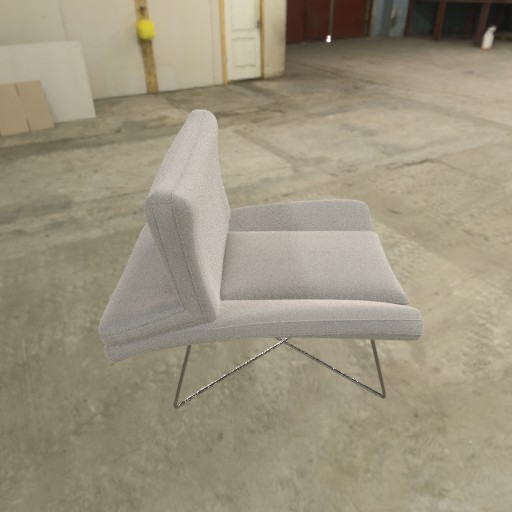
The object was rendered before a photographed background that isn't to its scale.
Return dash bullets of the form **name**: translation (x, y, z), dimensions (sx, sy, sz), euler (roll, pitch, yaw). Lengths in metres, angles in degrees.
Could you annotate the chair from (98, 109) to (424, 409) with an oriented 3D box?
- **chair**: translation (0.000, 0.000, 1.625), dimensions (1.008, 0.855, 0.859), euler (0, 32, 0)
